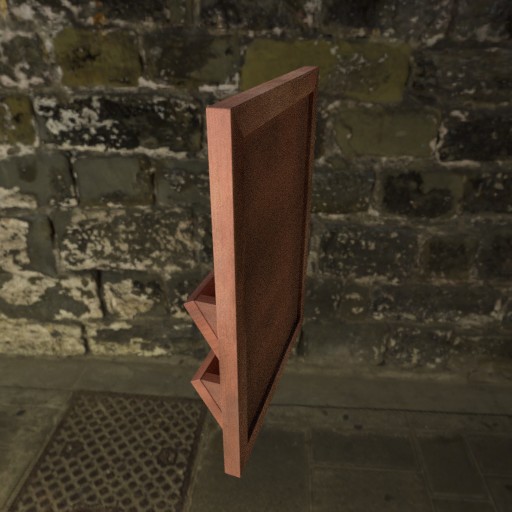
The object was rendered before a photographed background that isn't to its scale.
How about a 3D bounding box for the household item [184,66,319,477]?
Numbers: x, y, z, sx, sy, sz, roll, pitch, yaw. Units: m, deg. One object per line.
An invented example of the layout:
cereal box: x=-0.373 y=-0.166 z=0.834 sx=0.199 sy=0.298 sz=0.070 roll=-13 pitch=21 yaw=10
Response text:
household item: x=0.000 y=0.000 z=0.547 sx=0.067 sy=0.407 sz=0.310 roll=9 pitch=30 yaw=16
